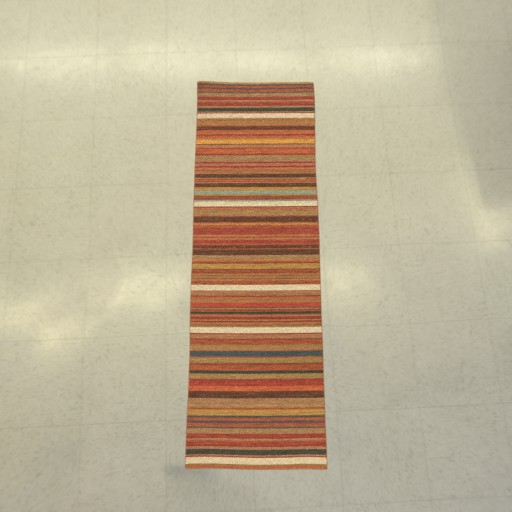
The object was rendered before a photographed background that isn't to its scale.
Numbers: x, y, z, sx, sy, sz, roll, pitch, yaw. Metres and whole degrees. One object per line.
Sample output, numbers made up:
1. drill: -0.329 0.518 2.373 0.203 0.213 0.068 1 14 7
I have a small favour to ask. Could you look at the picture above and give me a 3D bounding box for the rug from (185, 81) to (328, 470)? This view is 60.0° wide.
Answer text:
1. rug: 0.000 0.000 2.743 0.799 0.030 2.444 0 77 0
